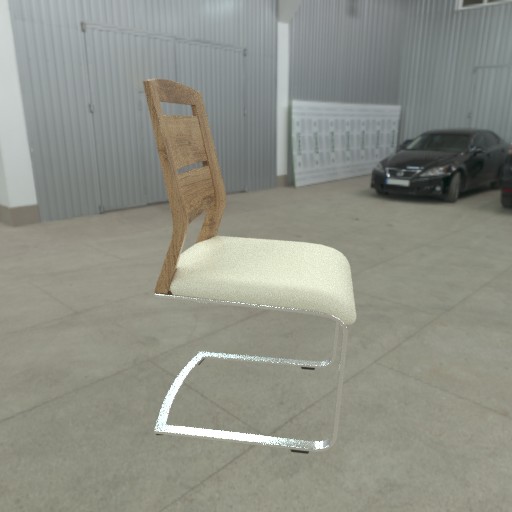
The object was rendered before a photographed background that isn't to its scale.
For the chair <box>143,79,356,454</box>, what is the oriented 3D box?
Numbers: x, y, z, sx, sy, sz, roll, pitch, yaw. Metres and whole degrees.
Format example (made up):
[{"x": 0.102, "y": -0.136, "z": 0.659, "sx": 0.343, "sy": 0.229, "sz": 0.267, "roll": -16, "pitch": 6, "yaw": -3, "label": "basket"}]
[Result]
[{"x": 0.000, "y": 0.000, "z": 1.284, "sx": 0.561, "sy": 0.955, "sz": 0.457, "roll": 3, "pitch": 17, "yaw": 9, "label": "chair"}]
